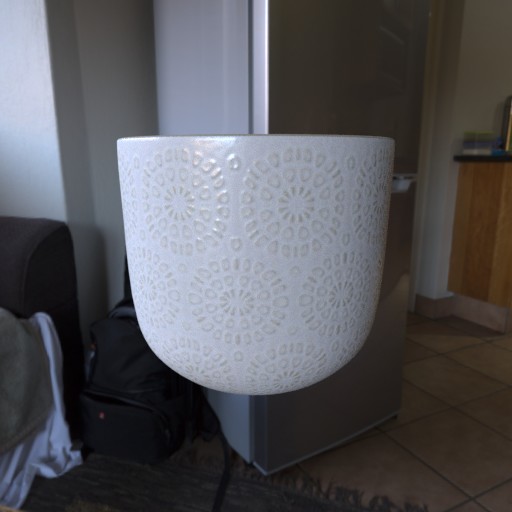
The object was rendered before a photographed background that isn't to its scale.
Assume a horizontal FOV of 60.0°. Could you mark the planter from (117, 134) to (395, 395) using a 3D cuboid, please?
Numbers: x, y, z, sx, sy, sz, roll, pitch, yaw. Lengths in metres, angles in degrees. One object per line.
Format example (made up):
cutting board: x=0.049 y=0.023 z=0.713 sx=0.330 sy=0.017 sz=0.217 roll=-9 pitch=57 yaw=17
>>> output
planter: x=0.000 y=0.000 z=0.300 sx=0.170 sy=0.152 sz=0.170 roll=0 pitch=13 yaw=0
